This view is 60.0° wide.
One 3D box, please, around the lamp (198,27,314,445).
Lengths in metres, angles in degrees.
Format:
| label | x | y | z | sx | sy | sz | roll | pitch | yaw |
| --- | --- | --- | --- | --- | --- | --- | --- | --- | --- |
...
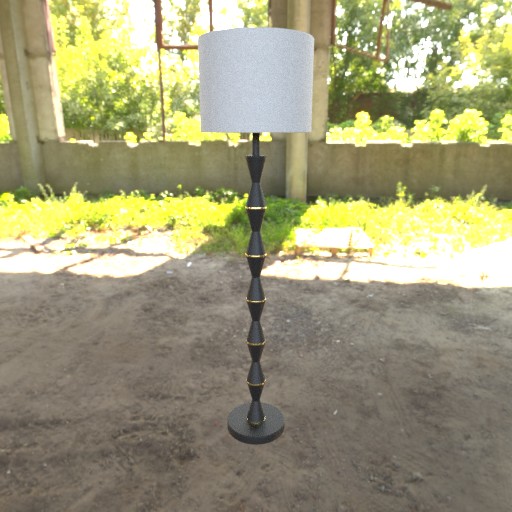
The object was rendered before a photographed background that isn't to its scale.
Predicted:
| label | x | y | z | sx | sy | sz | roll | pitch | yaw |
| --- | --- | --- | --- | --- | --- | --- | --- | --- | --- |
| lamp | 0.000 | 0.000 | 1.661 | 0.381 | 1.480 | 0.381 | -8 | 18 | -25 |
